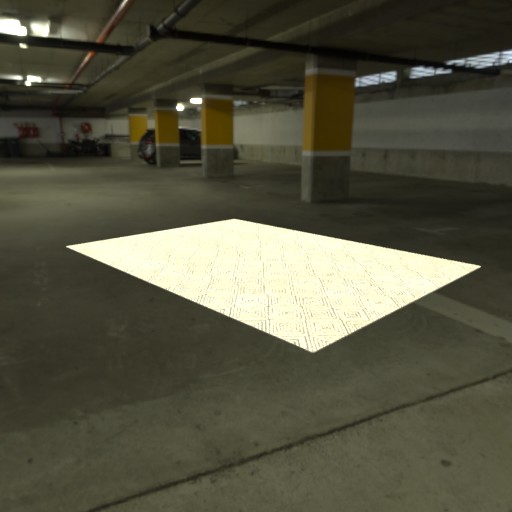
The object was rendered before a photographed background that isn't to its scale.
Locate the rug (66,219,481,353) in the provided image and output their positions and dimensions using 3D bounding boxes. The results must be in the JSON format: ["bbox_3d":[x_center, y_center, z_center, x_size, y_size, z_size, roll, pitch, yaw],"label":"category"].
[{"bbox_3d":[0.000,0.000,2.900,1.593,0.008,2.238,-14,20,-42],"label":"rug"}]
